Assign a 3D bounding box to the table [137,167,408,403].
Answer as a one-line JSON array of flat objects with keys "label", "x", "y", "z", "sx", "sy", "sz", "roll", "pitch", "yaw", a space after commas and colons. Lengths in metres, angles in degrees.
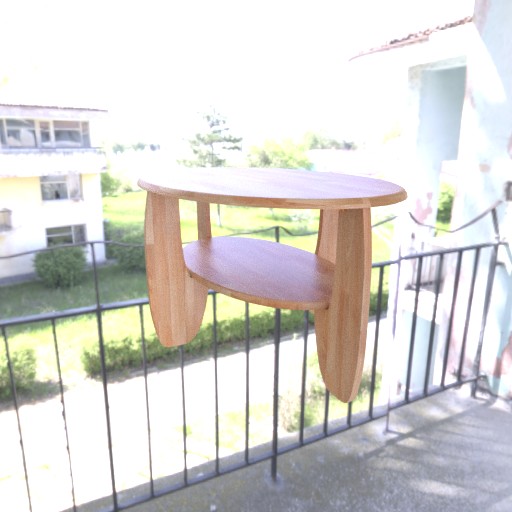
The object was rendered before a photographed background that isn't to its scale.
[{"label": "table", "x": 0.000, "y": 0.000, "z": 1.399, "sx": 0.690, "sy": 0.490, "sz": 1.040, "roll": -8, "pitch": 17, "yaw": -26}]
